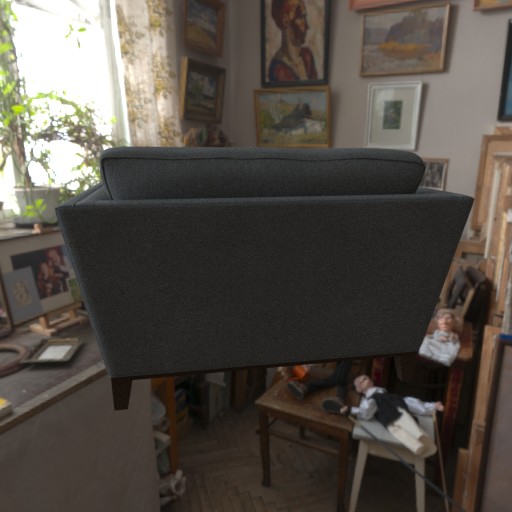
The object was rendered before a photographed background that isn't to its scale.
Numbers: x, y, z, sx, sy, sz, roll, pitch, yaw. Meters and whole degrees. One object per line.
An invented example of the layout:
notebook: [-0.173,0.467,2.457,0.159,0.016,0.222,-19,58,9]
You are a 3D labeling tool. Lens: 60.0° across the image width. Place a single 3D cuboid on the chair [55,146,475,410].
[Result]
chair: [0.000,0.000,1.963,1.396,0.942,0.965,-3,14,-10]
